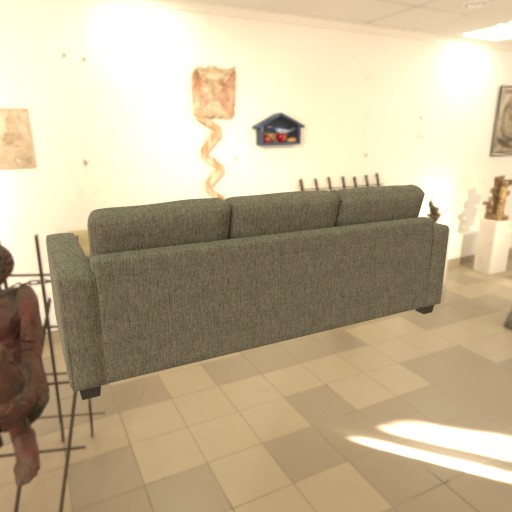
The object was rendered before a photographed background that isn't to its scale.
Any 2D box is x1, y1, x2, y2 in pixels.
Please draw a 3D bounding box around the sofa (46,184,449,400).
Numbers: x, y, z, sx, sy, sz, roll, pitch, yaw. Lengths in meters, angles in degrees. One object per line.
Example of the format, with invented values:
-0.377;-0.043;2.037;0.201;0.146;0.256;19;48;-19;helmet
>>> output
0.000;0.000;2.576;2.160;0.800;0.900;-8;17;-26;sofa
